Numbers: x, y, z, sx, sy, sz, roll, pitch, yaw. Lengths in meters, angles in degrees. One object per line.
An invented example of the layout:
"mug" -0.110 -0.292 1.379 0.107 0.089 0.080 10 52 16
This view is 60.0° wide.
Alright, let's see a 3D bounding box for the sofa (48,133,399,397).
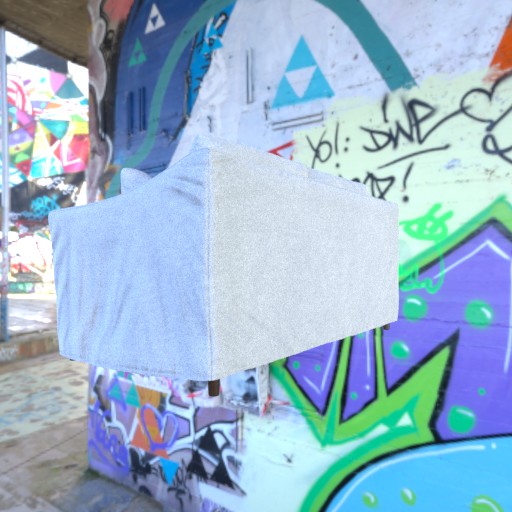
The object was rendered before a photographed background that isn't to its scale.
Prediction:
"sofa" 0.000 0.000 2.606 1.072 1.018 2.010 0 0 36
